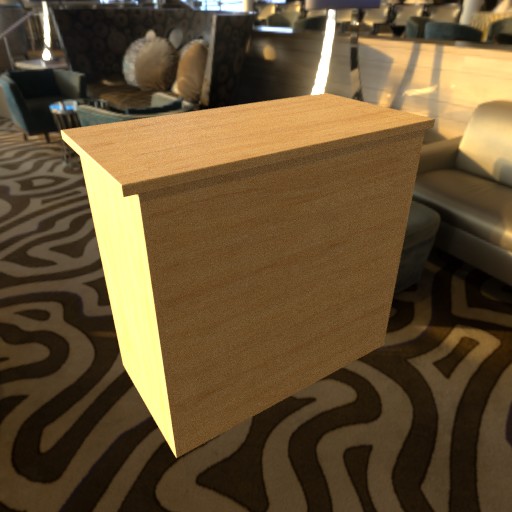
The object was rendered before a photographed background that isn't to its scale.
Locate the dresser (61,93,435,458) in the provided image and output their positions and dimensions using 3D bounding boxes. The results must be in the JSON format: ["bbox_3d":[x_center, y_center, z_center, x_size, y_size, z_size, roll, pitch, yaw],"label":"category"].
[{"bbox_3d":[0.000,0.000,1.243,0.800,0.730,0.410,-19,35,-29],"label":"dresser"}]
